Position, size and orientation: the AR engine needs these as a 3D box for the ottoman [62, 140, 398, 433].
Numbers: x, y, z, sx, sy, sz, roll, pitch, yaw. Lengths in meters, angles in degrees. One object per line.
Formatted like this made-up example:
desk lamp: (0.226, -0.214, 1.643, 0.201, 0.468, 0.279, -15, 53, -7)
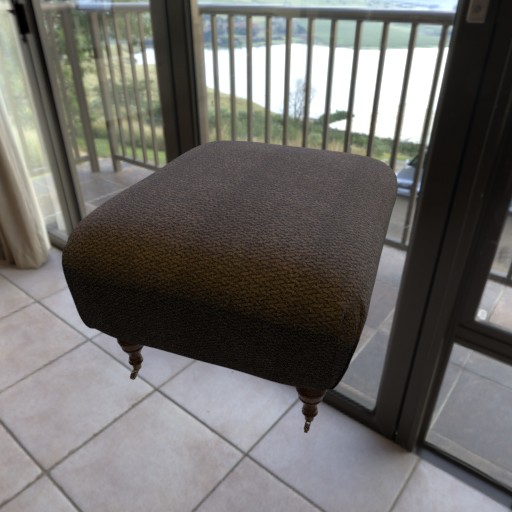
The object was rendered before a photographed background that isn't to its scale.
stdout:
ottoman: (0.000, 0.000, 1.143, 0.622, 0.450, 0.747, 11, 33, 17)
